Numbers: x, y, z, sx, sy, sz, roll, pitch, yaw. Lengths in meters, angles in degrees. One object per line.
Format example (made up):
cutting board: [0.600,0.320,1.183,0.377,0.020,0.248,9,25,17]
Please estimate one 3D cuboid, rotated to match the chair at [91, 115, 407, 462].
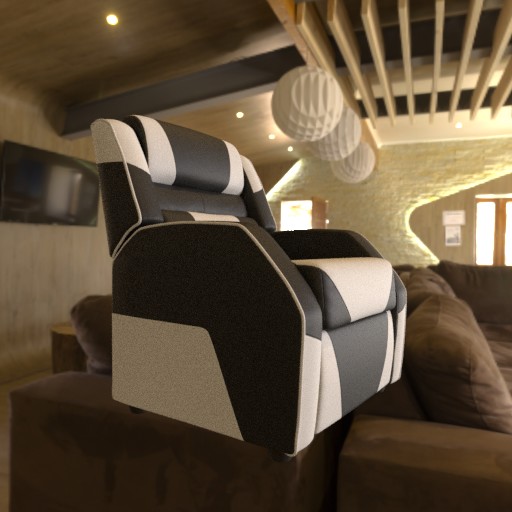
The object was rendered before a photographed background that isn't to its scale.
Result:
chair: [0.000,0.000,1.249,0.672,0.805,0.620,1,1,36]
